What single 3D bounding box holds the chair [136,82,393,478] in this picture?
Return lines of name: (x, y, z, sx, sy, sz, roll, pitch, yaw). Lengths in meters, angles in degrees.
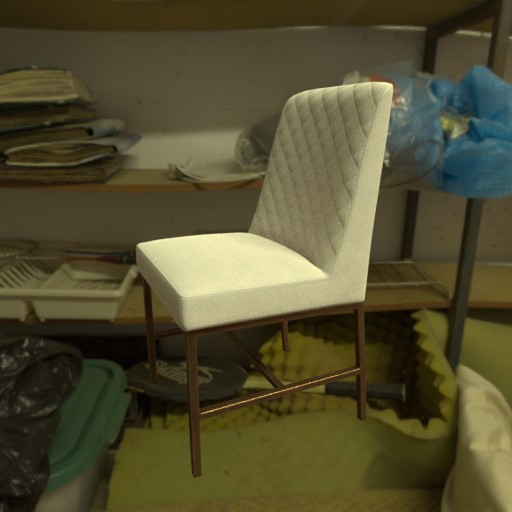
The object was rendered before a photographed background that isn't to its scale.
chair: (0.000, 0.000, 1.273, 0.597, 0.933, 0.503, -8, 18, -24)
